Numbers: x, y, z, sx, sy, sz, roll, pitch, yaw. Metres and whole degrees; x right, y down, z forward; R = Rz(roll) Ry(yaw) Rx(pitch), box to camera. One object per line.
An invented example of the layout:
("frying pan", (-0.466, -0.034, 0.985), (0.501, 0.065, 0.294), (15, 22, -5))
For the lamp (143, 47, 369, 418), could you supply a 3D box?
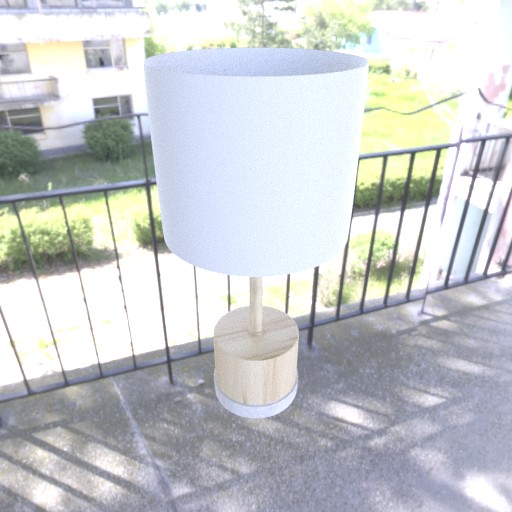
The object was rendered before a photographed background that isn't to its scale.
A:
("lamp", (0.000, 0.000, 0.574), (0.229, 0.470, 0.229), (-11, 32, -18))
